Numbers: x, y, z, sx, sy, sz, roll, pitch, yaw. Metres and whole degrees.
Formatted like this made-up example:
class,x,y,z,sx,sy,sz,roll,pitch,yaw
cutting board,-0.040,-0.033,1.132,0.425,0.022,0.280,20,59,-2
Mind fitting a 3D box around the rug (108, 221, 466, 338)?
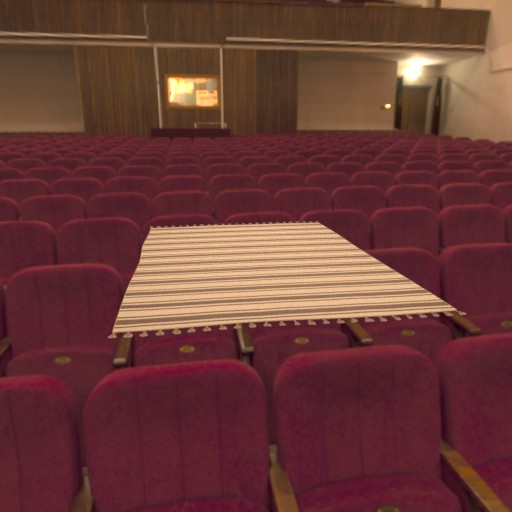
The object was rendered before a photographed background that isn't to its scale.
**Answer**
class,x,y,z,sx,sy,sz,roll,pitch,yaw
rug,0.000,0.000,3.880,2.030,0.017,3.040,-2,15,-9
